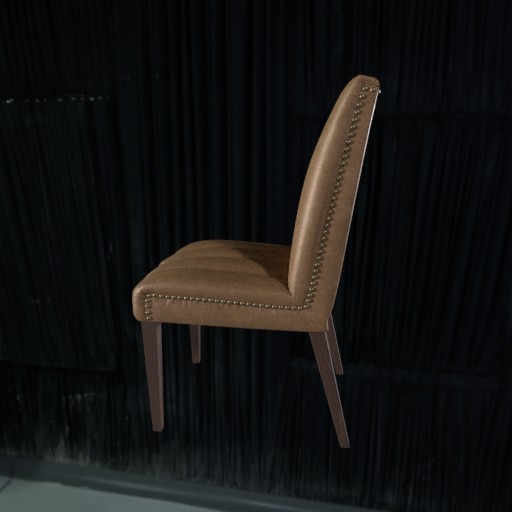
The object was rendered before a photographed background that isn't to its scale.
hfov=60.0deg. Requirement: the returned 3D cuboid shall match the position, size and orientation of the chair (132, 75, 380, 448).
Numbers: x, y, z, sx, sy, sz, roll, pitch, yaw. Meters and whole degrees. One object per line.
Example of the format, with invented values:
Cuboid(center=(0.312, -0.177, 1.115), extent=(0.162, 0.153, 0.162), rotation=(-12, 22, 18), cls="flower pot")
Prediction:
Cuboid(center=(0.000, 0.000, 1.403), extent=(0.647, 1.016, 0.511), rotation=(2, 15, 8), cls="chair")
